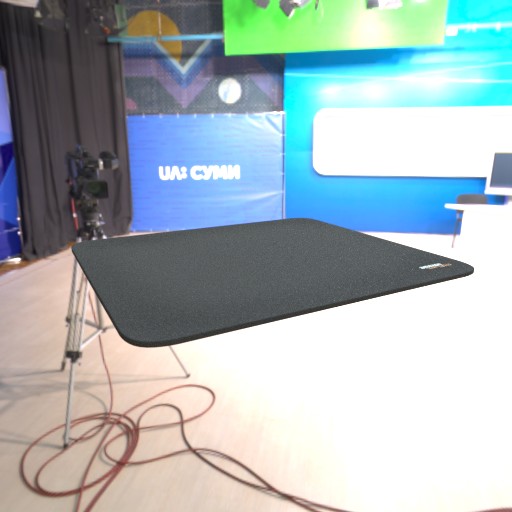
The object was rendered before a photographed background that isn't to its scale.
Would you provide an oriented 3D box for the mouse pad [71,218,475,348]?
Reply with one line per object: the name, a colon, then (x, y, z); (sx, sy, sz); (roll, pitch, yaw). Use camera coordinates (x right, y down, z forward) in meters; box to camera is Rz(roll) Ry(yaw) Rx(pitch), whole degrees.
mouse pad: (0.000, 0.000, 0.319); (0.229, 0.003, 0.203); (-9, 18, -28)
